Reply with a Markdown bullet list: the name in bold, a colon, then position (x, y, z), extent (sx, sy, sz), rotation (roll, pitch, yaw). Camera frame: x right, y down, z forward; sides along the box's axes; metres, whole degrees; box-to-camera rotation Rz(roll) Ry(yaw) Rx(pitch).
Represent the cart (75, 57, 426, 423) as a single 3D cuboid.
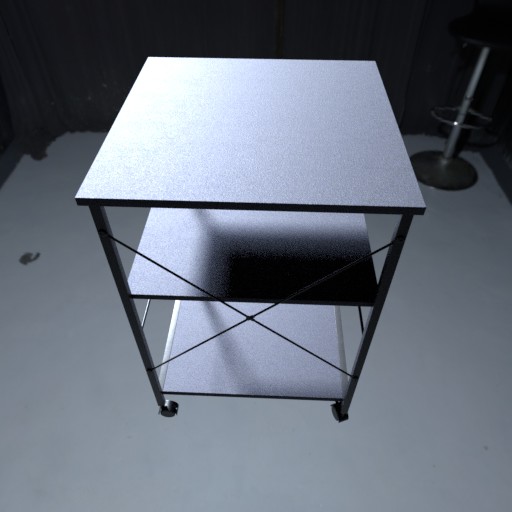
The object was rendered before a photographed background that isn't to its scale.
- **cart**: position (0.000, 0.000, 1.108), extent (0.521, 0.762, 0.520), rotation (2, 46, 2)
